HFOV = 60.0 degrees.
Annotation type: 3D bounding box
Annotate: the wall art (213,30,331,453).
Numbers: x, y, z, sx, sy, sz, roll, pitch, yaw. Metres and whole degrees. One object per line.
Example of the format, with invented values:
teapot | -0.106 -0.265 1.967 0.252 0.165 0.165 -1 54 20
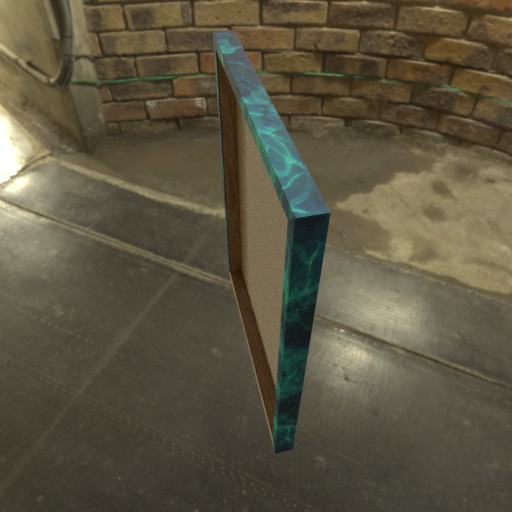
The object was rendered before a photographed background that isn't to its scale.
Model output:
wall art | 0.000 0.000 0.843 0.038 0.635 0.508 -10 47 -9
